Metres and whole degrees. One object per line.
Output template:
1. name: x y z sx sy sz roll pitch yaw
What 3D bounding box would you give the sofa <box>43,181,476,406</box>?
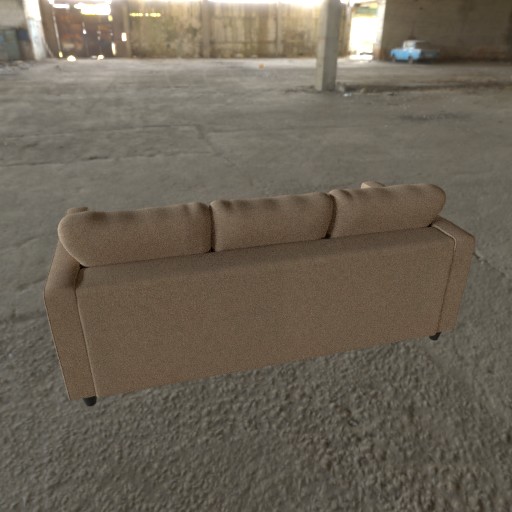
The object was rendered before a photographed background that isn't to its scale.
1. sofa: 0.000 0.000 2.288 1.855 0.800 0.930 -7 27 -14
